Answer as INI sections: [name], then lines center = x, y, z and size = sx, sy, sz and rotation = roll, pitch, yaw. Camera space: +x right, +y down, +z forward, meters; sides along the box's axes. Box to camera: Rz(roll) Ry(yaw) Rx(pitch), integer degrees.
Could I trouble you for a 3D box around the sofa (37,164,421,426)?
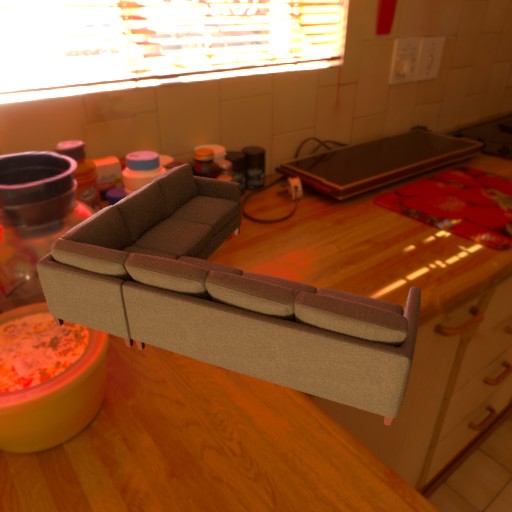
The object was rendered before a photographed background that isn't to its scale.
[sofa]
center = 0.000, 0.000, 4.600
size = 3.302, 0.947, 2.593
rotation = 12, 32, 19
